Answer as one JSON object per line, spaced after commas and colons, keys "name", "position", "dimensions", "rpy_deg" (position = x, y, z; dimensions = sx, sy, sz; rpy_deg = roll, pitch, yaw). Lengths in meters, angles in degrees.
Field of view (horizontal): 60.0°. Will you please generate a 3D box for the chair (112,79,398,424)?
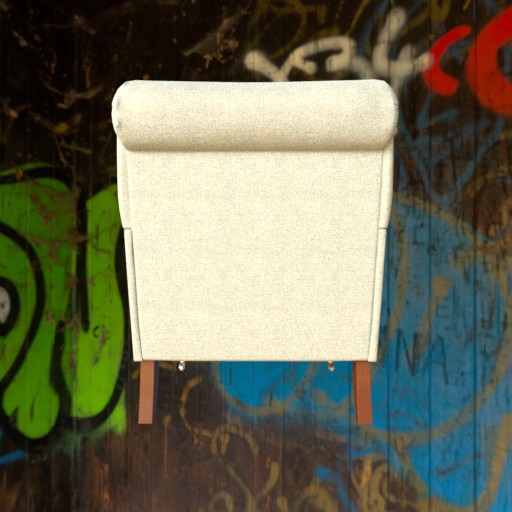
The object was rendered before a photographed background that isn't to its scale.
{"name": "chair", "position": [0.000, 0.000, 1.918], "dimensions": [0.964, 1.178, 1.060], "rpy_deg": [0, 0, 0]}
